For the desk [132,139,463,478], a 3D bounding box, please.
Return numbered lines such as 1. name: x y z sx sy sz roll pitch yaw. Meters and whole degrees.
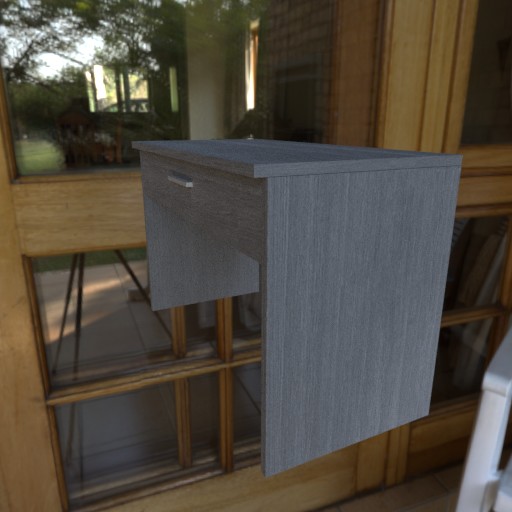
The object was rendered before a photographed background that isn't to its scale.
1. desk: 0.000 0.000 1.517 0.557 0.729 1.099 -8 19 -25
